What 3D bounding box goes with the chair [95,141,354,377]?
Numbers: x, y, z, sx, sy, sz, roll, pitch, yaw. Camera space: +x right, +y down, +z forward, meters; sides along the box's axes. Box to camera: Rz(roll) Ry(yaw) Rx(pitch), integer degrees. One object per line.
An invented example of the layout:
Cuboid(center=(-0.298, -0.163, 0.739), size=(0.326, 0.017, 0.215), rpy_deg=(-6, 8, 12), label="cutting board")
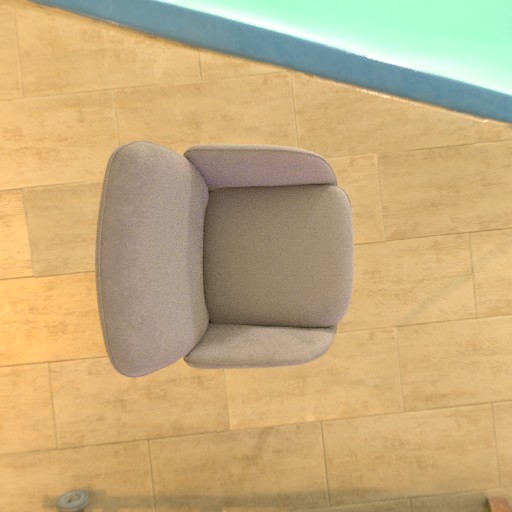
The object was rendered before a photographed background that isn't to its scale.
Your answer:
Cuboid(center=(0.000, 0.000, 1.347), size=(0.654, 0.959, 0.648), rpy_deg=(0, 90, -1), label="chair")
